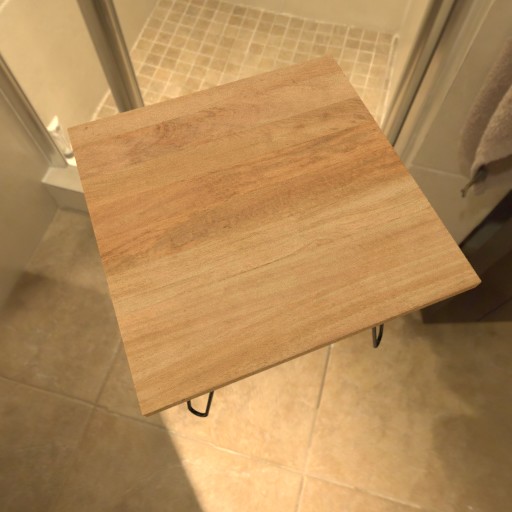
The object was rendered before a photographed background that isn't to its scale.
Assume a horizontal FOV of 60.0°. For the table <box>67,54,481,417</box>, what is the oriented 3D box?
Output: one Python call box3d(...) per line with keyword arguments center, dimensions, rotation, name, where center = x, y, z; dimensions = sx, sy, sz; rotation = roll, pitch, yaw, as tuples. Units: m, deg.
box3d(center=(0.000, 0.000, 1.058), dimensions=(0.599, 0.500, 0.599), rotation=(-19, 66, -9), name="table")
